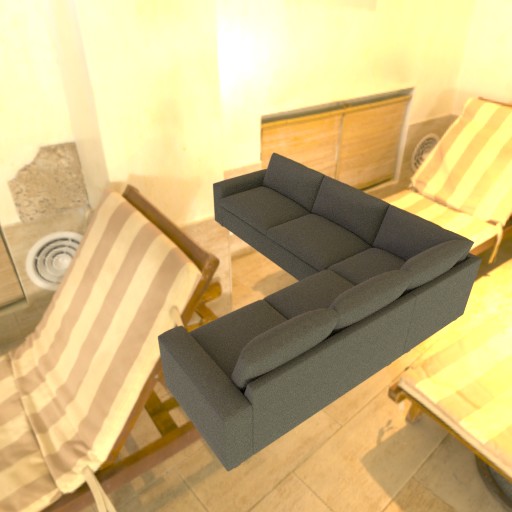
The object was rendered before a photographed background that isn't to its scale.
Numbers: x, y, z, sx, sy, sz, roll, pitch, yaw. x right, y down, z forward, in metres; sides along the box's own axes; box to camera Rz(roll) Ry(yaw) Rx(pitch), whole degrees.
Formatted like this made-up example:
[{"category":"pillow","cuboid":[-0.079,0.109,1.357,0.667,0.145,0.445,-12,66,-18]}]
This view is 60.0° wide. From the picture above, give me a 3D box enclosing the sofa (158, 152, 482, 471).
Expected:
[{"category":"sofa","cuboid":[0.000,0.000,4.722,2.895,0.965,3.277,-22,38,-30]}]
